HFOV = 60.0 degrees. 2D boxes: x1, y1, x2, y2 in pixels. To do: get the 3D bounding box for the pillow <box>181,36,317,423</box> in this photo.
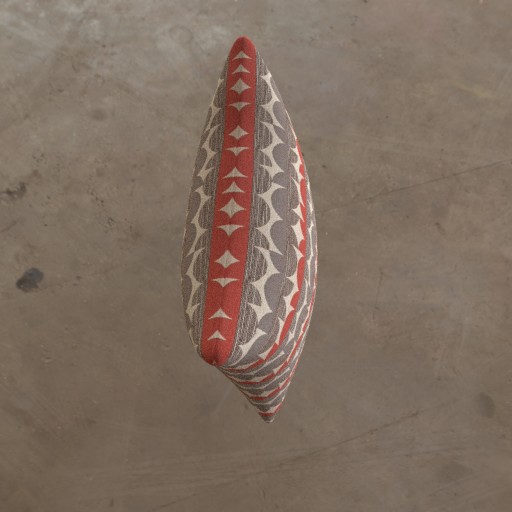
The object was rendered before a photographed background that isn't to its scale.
[{"bbox_3d":[0.000,0.000,0.646,0.180,0.410,0.420,2,64,1],"label":"pillow"}]
